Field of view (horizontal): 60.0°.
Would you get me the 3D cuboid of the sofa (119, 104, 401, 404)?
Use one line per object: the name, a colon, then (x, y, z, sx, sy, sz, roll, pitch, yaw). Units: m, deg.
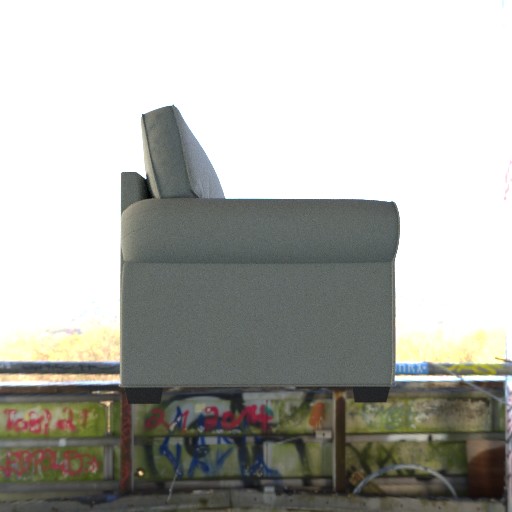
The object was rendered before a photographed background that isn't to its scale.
sofa: (0.000, 0.000, 2.098, 0.937, 1.006, 1.405, 0, -1, -1)
